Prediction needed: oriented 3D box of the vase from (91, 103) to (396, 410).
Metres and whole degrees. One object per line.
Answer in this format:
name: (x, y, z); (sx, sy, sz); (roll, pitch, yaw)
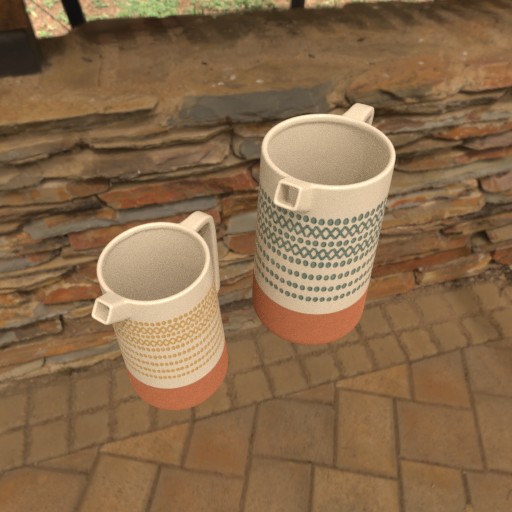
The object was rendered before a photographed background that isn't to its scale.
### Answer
vase: (0.000, 0.000, 0.473); (0.326, 0.247, 0.168); (-15, 49, -14)
